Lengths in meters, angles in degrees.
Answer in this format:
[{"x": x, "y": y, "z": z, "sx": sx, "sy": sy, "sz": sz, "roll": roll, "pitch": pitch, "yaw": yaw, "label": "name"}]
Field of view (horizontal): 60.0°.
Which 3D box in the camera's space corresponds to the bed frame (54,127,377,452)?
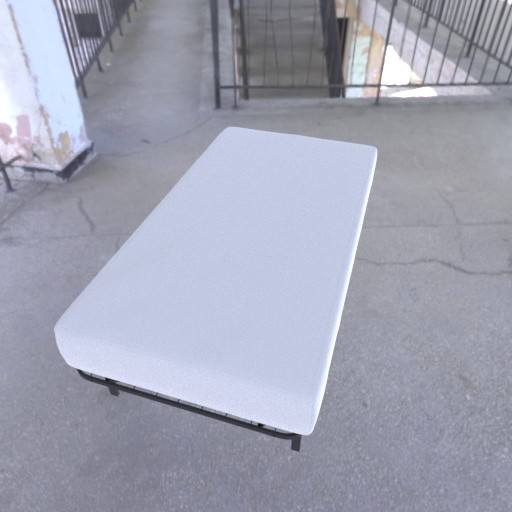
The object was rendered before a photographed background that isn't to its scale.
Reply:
[{"x": 0.000, "y": 0.000, "z": 2.380, "sx": 1.025, "sy": 0.640, "sz": 1.908, "roll": 12, "pitch": 42, "yaw": 13, "label": "bed frame"}]
